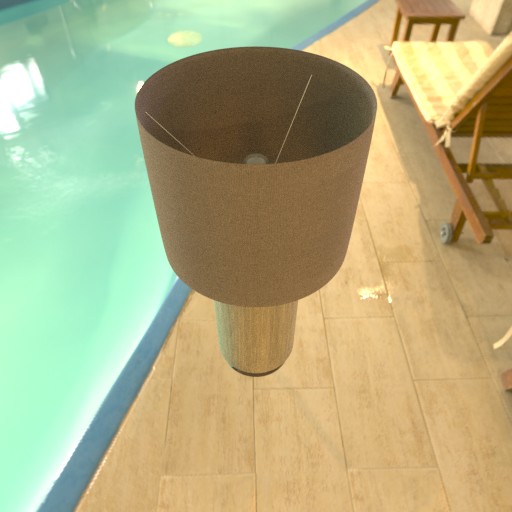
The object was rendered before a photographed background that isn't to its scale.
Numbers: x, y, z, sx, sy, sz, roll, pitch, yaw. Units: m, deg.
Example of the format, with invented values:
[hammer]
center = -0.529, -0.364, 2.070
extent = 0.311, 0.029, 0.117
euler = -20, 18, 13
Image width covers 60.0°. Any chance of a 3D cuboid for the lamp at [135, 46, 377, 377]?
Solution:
[lamp]
center = 0.000, 0.000, 0.580
extent = 0.228, 0.444, 0.228
euler = 3, 47, 3
